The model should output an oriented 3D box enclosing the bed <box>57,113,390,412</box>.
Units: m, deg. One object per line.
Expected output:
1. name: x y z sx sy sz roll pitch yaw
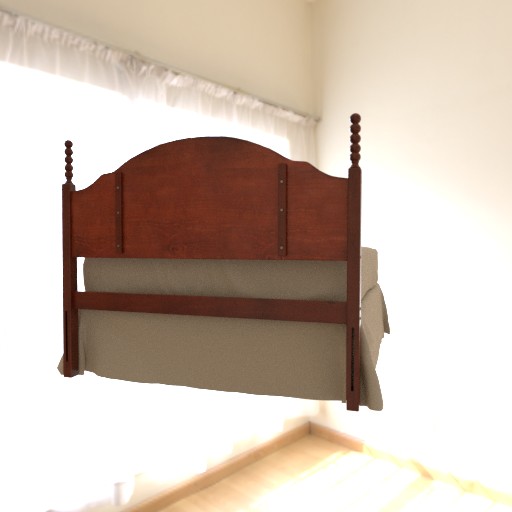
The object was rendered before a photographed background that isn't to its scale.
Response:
1. bed: 0.000 0.000 3.214 1.873 1.356 2.040 1 2 19
